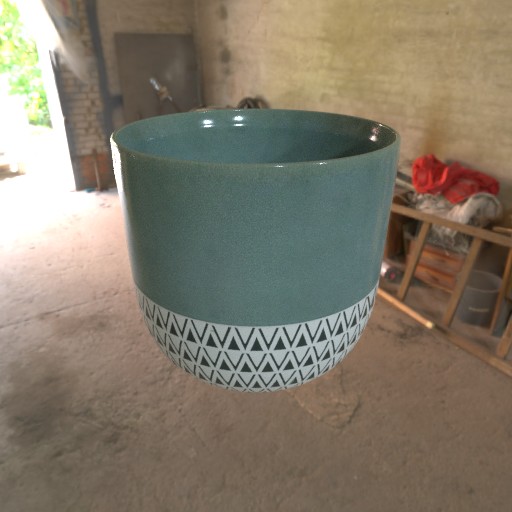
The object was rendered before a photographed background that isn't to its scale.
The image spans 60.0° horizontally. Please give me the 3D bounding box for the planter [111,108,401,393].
[{"bbox_3d":[0.000,0.000,0.481,0.266,0.270,0.266,0,26,0],"label":"planter"}]
